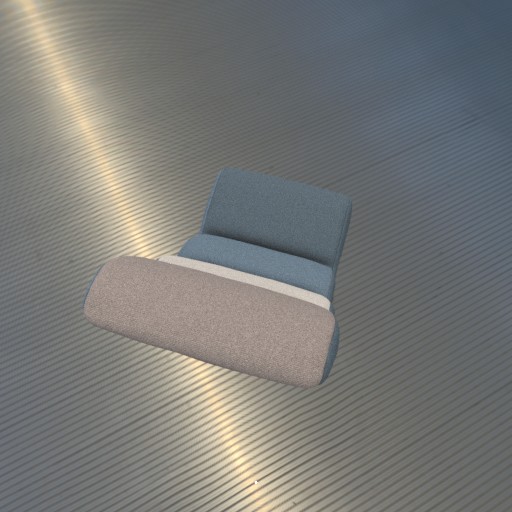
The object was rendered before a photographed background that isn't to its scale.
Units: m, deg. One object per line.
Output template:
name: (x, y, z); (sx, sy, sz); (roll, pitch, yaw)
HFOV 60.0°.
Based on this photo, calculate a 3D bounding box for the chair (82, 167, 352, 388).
chair: (0.000, 0.000, 1.058); (0.420, 0.641, 0.661); (15, 64, 7)
